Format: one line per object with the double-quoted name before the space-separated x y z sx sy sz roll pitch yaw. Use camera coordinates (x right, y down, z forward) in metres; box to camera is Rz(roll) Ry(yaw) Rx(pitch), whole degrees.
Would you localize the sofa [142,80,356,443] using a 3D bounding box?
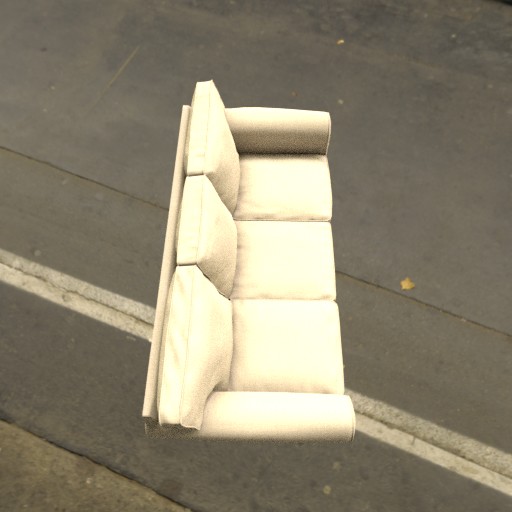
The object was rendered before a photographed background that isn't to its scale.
"sofa" 0.000 0.000 2.684 0.998 0.889 2.118 1 62 0
